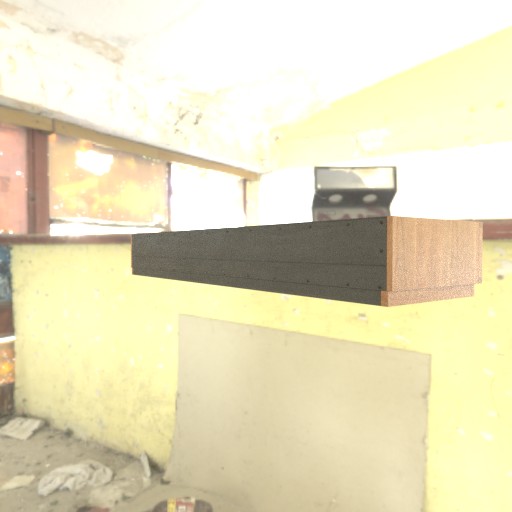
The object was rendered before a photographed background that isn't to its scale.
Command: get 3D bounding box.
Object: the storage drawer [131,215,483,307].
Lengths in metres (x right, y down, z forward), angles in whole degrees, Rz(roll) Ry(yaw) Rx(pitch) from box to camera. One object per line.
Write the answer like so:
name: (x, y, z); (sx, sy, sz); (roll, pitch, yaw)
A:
storage drawer: (0.000, 0.000, 2.245); (0.538, 0.264, 2.032); (-1, 1, -37)
